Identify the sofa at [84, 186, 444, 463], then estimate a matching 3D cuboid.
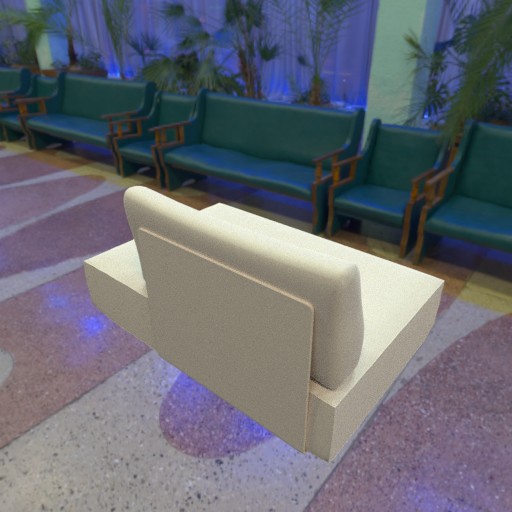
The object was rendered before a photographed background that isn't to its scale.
[{"bbox_3d":[0.000,0.000,2.074,1.450,0.820,1.000,22,36,34],"label":"sofa"}]
